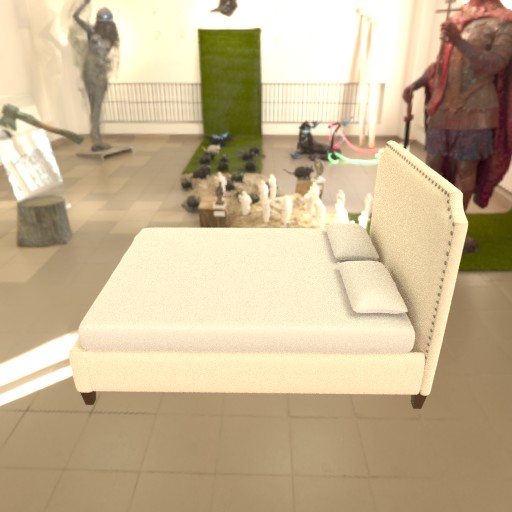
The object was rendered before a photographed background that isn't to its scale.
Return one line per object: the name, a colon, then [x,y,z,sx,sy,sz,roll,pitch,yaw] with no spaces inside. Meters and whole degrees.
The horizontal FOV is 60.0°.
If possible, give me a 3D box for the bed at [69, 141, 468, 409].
bed: [0.000,0.000,3.420,2.372,1.497,1.712,0,26,1]
